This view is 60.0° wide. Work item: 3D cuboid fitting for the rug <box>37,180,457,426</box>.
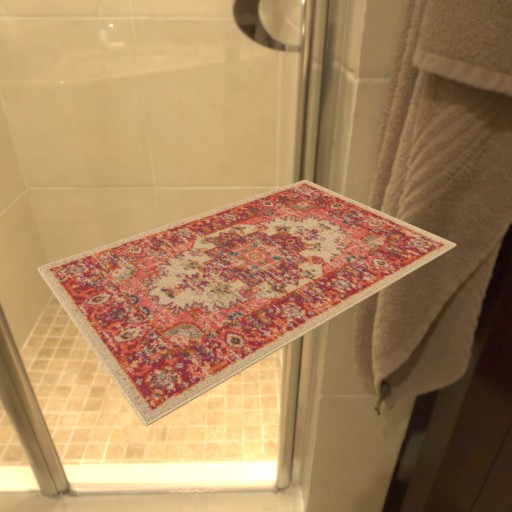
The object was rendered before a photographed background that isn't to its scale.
[{"bbox_3d":[0.000,0.000,1.079,0.868,0.004,0.556,-23,38,-32],"label":"rug"}]
